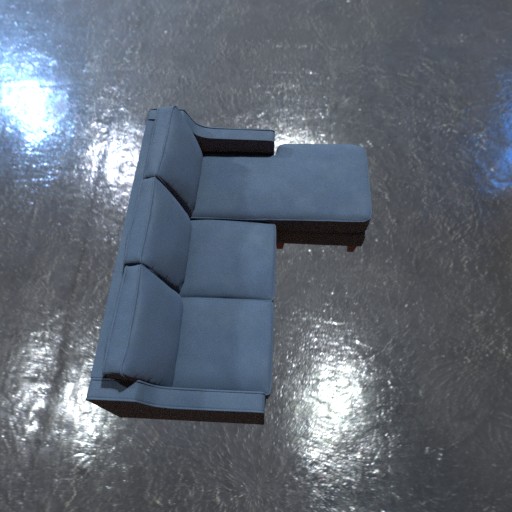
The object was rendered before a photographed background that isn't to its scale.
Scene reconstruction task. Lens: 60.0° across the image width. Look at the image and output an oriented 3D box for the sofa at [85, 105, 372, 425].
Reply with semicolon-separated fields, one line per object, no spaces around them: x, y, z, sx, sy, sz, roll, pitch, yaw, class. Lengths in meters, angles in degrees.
0.000;0.000;3.355;1.858;1.066;2.317;2;62;1;sofa
